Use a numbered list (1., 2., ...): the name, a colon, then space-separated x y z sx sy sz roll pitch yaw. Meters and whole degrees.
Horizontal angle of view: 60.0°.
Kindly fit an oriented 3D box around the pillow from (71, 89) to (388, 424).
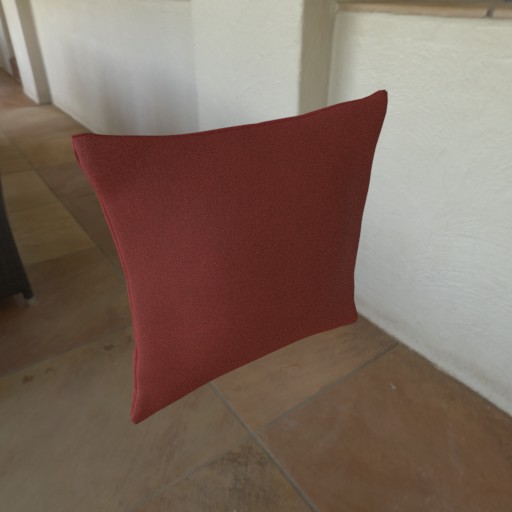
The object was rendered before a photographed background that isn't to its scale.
1. pillow: 0.000 0.000 0.635 0.435 0.416 0.151 -18 36 -27
